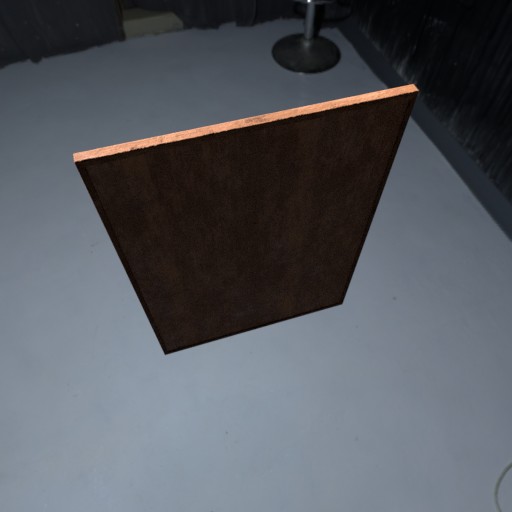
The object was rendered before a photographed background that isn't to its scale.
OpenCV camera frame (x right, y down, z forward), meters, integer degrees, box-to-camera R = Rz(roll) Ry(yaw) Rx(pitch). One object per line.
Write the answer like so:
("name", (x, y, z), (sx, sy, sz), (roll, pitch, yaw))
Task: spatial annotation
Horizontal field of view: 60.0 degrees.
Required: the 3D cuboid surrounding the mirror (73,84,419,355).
("mirror", (0.000, 0.000, 1.443), (0.796, 1.099, 0.028), (-15, 58, -9))
